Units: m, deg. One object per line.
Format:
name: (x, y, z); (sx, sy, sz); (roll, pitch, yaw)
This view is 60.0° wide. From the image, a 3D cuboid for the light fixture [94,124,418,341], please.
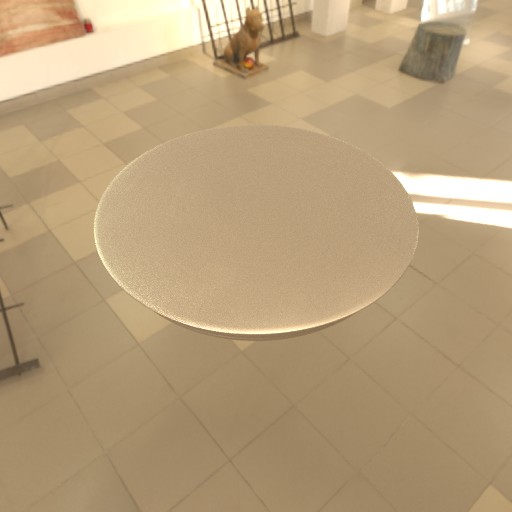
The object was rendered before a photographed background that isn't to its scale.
light fixture: (0.000, 0.000, 0.441); (0.280, 0.135, 0.280); (0, 45, 0)
